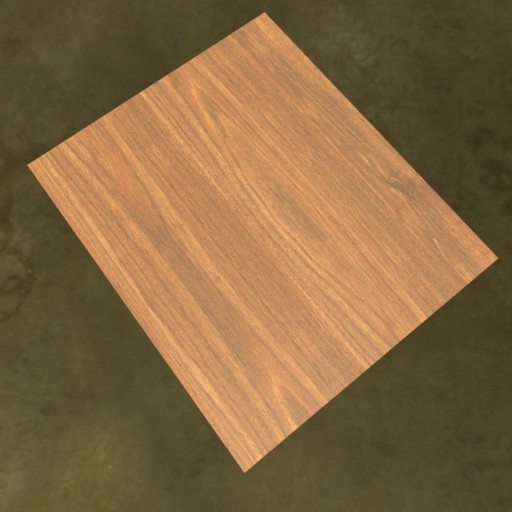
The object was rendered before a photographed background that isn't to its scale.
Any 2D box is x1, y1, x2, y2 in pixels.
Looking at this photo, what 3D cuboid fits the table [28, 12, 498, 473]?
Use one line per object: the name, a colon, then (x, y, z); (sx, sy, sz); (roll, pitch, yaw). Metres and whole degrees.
table: (0.000, 0.000, 1.103); (0.559, 0.635, 0.660); (-37, 78, -9)
